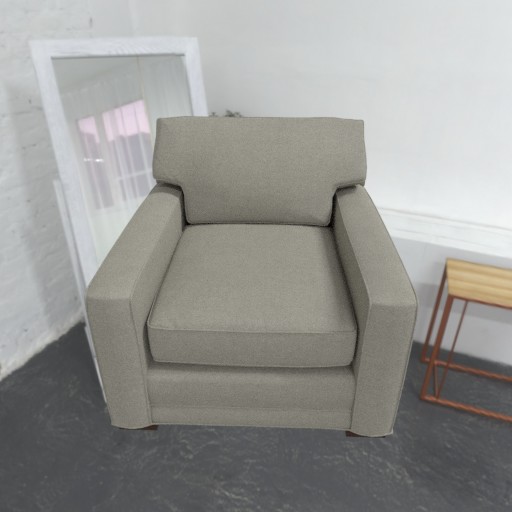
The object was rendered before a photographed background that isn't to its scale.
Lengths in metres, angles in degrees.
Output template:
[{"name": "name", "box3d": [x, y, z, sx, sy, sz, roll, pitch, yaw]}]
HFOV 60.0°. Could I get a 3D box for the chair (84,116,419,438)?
[{"name": "chair", "box3d": [0.000, 0.000, 1.788, 0.999, 0.934, 1.044, 1, 30, 2]}]
